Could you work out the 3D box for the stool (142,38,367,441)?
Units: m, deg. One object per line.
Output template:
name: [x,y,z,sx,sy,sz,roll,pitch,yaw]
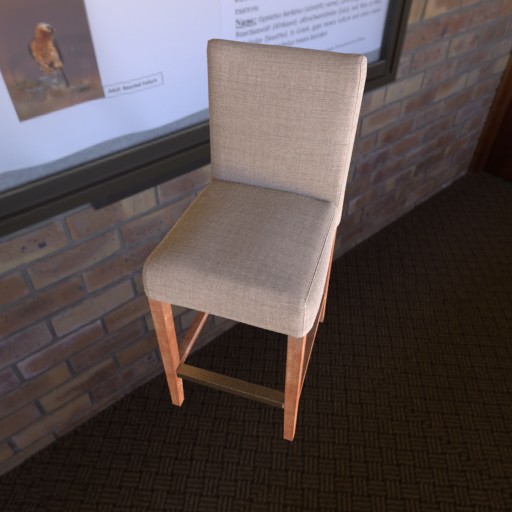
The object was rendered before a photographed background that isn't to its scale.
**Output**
stool: [0.000,0.000,1.321,0.454,1.039,0.567,12,44,13]
